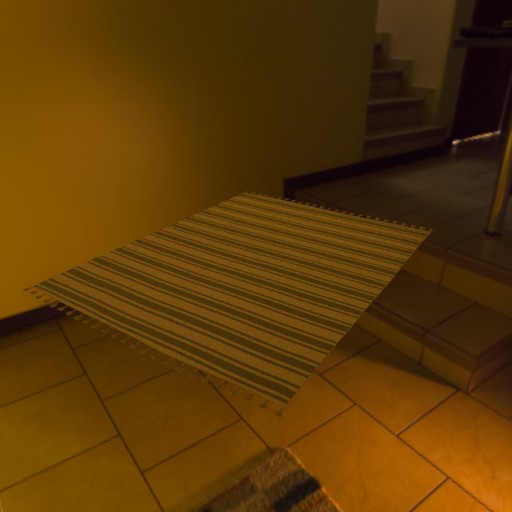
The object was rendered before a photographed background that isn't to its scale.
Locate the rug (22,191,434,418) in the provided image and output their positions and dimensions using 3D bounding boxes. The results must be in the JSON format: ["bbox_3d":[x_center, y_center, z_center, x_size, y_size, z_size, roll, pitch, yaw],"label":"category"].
[{"bbox_3d":[0.000,0.000,4.148,2.439,0.005,3.201,17,30,30],"label":"rug"}]
